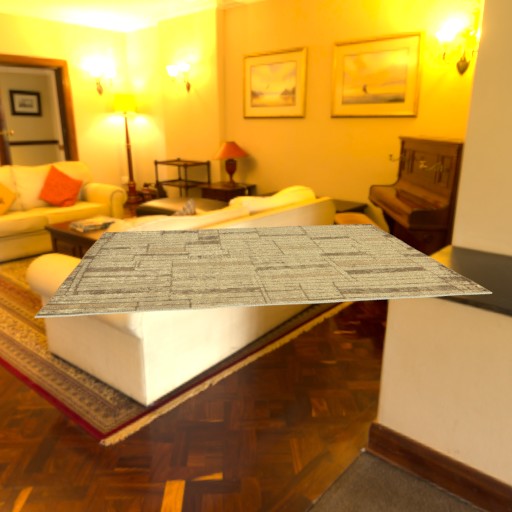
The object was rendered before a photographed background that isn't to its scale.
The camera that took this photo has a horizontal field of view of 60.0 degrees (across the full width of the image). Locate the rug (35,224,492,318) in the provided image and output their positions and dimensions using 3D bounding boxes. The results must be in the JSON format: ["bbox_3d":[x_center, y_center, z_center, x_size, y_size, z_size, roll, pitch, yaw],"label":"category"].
[{"bbox_3d":[0.000,0.000,4.359,3.357,0.019,2.449,-2,17,-7],"label":"rug"}]
